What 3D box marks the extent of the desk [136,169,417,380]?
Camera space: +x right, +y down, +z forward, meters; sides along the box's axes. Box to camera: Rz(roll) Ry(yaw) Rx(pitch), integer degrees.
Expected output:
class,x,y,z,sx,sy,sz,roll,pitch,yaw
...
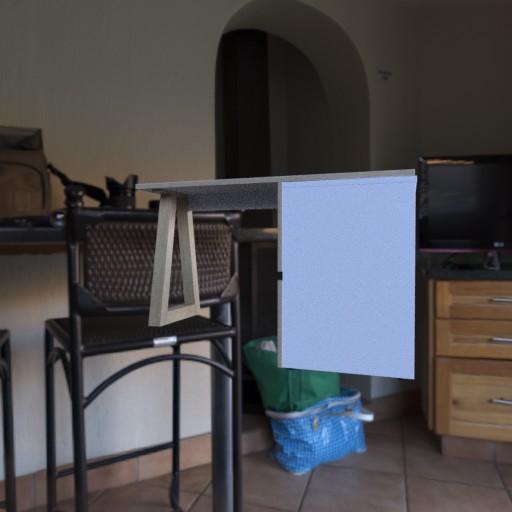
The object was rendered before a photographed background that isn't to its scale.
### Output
class,x,y,z,sx,sy,sz,roll,pitch,yaw
desk,0.000,0.000,2.087,1.404,0.755,1.098,0,1,19
